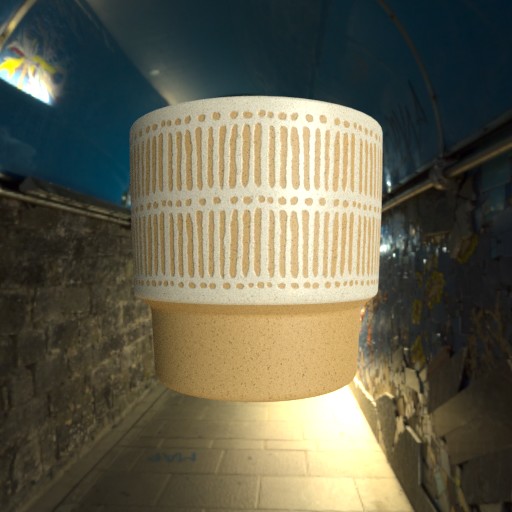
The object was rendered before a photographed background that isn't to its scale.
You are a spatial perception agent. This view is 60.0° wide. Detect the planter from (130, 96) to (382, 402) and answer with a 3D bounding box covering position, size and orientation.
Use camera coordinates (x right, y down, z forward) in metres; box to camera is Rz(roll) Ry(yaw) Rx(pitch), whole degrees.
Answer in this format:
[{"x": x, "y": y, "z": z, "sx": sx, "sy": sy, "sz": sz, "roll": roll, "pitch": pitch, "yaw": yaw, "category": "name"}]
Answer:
[{"x": 0.000, "y": 0.000, "z": 0.576, "sx": 0.317, "sy": 0.303, "sz": 0.317, "roll": 0, "pitch": 0, "yaw": 0, "category": "planter"}]
